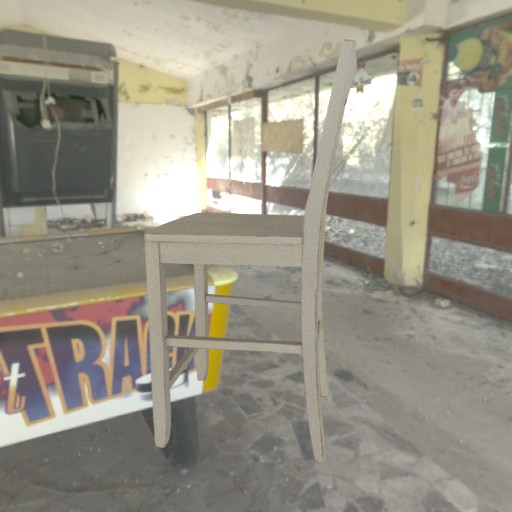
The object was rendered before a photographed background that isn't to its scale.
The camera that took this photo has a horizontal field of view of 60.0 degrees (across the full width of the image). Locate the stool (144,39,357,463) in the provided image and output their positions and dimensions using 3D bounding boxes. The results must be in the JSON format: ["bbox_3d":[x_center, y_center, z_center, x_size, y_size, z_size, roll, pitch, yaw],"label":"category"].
[{"bbox_3d":[0.000,0.000,1.332,0.539,1.079,0.462,2,13,10],"label":"stool"}]
